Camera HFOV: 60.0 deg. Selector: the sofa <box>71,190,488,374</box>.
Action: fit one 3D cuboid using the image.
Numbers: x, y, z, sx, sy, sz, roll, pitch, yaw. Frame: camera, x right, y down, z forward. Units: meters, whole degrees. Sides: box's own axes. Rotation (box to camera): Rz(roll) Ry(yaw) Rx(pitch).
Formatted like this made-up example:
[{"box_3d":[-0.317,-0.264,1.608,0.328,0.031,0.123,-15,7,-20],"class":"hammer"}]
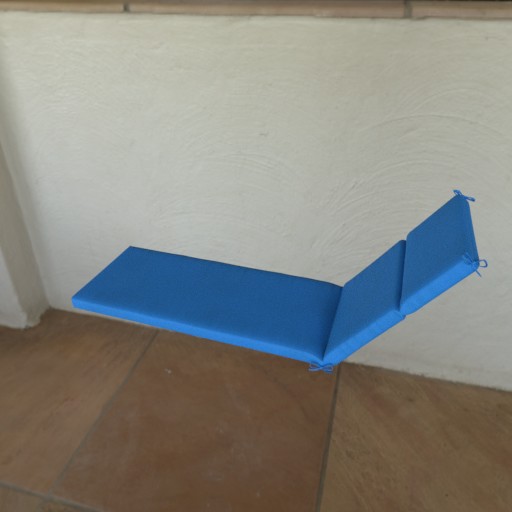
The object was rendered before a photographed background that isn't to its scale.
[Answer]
[{"box_3d":[0.000,0.000,1.917,1.663,0.622,0.582,10,33,16],"class":"sofa"}]
